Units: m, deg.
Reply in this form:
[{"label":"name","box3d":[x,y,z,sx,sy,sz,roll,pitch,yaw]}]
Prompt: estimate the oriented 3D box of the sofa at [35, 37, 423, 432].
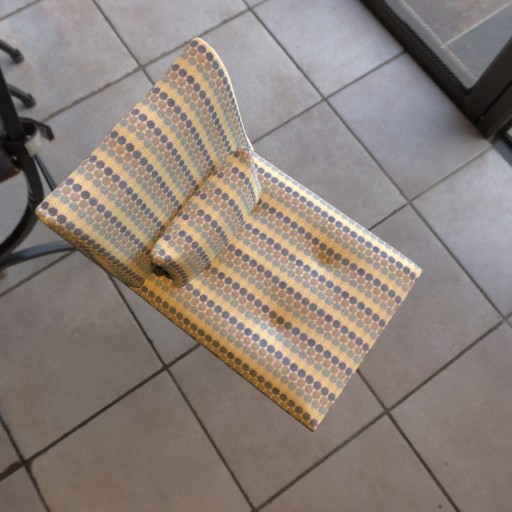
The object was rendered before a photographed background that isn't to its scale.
[{"label":"sofa","box3d":[0.000,0.000,1.502,1.000,0.820,0.700,36,79,9]}]
